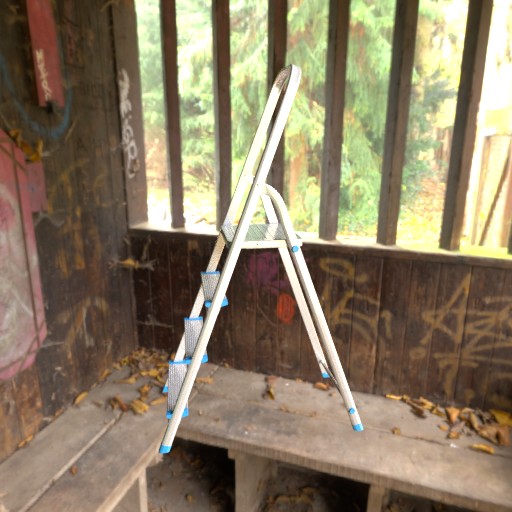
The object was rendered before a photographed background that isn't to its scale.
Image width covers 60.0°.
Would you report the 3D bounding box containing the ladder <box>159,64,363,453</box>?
[{"bbox_3d":[0.000,0.000,1.803,0.842,1.434,0.445,-3,16,-9],"label":"ladder"}]
